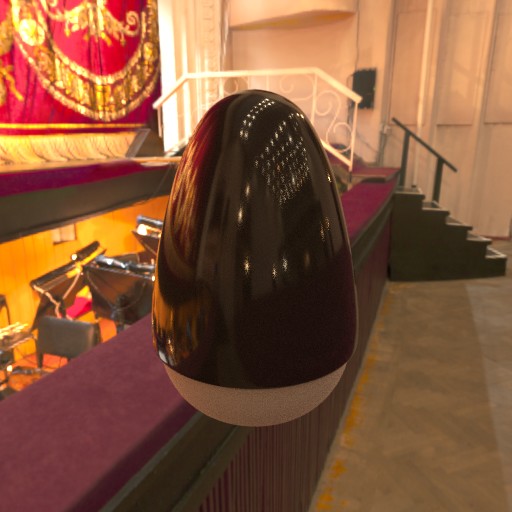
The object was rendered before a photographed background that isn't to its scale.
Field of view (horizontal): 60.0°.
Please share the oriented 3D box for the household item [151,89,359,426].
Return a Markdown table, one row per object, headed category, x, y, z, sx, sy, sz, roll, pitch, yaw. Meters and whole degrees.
| category | x | y | z | sx | sy | sz | roll | pitch | yaw |
| --- | --- | --- | --- | --- | --- | --- | --- | --- | --- |
| household item | 0.000 | 0.000 | 0.215 | 0.102 | 0.152 | 0.104 | 8 | 19 | 26 |
